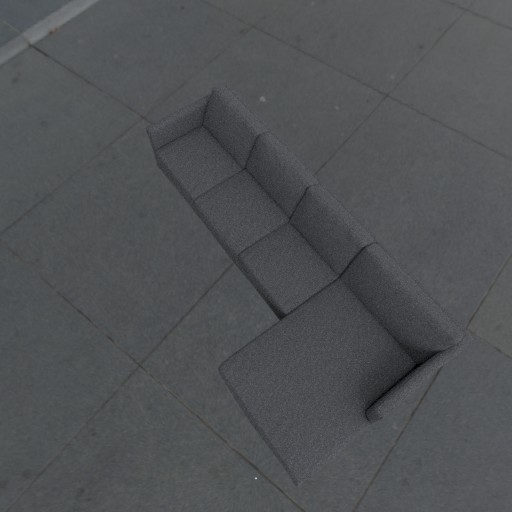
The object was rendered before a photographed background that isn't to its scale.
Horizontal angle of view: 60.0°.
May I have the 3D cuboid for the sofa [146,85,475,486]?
[{"bbox_3d":[0.000,0.000,3.786,1.625,0.846,3.186,-33,68,-15],"label":"sofa"}]
